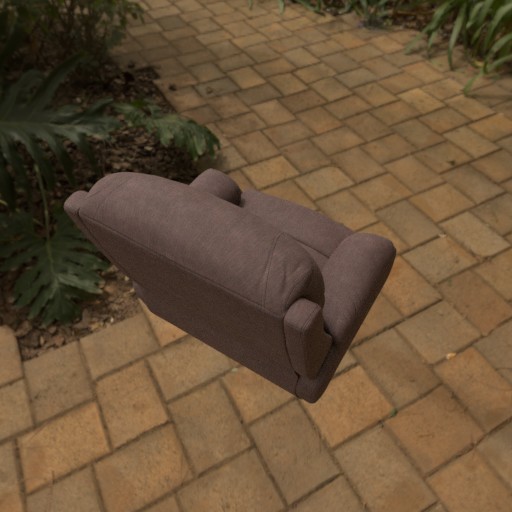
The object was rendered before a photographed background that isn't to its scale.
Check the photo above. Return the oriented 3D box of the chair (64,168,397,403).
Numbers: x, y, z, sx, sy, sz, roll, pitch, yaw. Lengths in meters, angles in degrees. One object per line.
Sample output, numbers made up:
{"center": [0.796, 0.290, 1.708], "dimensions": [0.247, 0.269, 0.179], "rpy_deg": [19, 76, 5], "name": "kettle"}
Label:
{"center": [0.000, 0.000, 1.760], "dimensions": [0.930, 1.011, 0.899], "rpy_deg": [25, 52, 21], "name": "chair"}
